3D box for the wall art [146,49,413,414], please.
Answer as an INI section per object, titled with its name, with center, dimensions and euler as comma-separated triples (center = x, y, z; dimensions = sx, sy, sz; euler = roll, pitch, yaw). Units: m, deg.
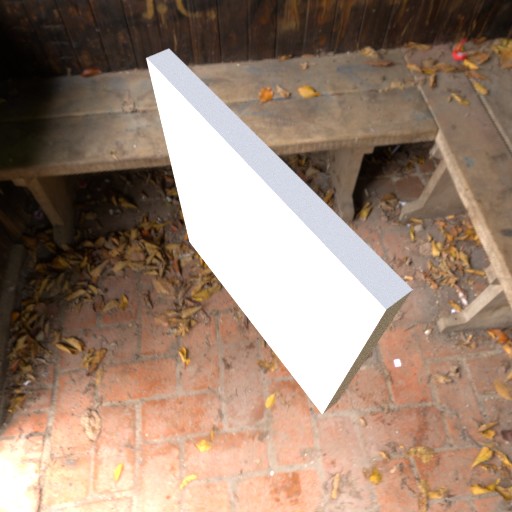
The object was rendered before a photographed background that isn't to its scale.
[wall art]
center = 0.000, 0.000, 0.547
dimensions = 0.027, 0.355, 0.355
euler = -32, 64, -18
